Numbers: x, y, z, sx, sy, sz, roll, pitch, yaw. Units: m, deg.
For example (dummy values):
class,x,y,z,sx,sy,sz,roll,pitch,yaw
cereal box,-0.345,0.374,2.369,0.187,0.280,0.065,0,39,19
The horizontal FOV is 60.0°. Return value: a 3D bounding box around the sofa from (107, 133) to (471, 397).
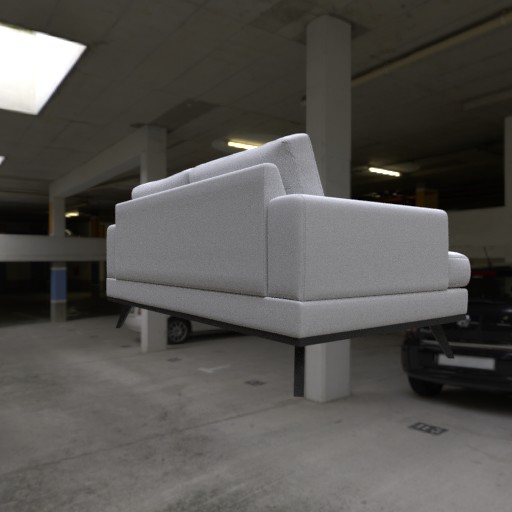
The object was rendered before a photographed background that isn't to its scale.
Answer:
class,x,y,z,sx,sy,sz,roll,pitch,yaw
sofa,0.000,0.000,2.133,0.920,0.810,1.650,0,0,-36
